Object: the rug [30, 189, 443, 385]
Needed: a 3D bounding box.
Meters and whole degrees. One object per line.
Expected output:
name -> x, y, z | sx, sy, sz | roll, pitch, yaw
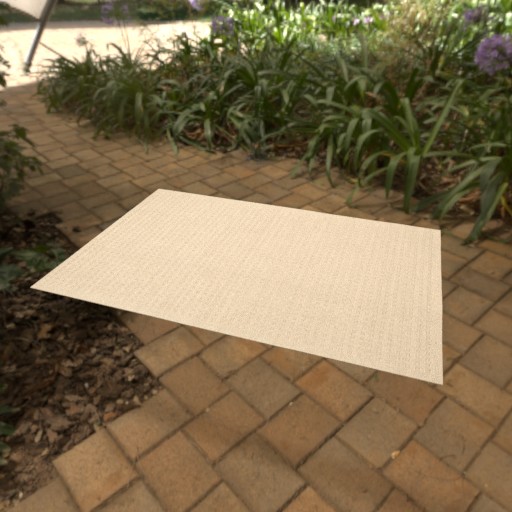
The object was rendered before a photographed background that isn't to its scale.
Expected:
rug -> 0.000, 0.000, 2.896 | 2.289, 0.006, 1.523 | 10, 33, 16
